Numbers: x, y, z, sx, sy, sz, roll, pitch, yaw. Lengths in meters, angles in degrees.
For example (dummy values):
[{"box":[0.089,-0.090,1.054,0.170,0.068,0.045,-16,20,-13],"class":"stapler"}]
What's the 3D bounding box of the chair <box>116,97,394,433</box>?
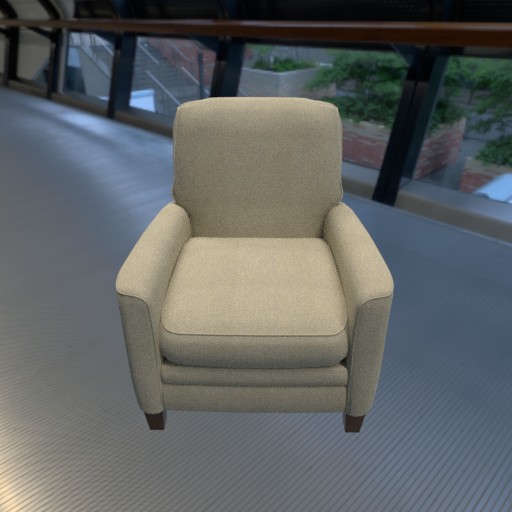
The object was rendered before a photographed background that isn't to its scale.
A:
[{"box":[0.000,0.000,1.653,0.850,1.006,0.853,0,30,1],"class":"chair"}]
